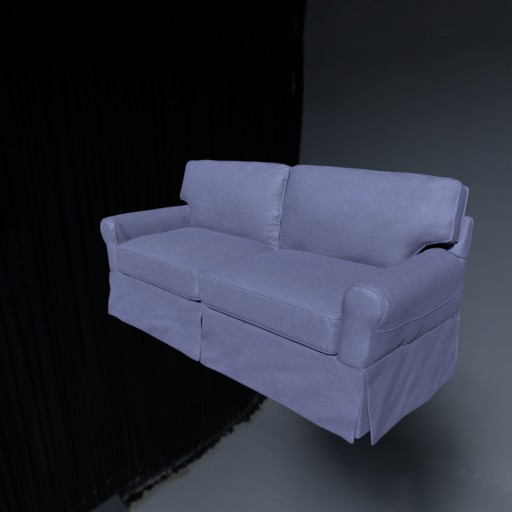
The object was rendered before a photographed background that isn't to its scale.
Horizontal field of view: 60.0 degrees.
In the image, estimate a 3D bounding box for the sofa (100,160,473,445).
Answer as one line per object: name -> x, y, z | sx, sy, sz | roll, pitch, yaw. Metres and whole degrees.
sofa -> 0.000, 0.000, 2.763 | 2.256, 1.094, 0.983 | 14, 21, 41
